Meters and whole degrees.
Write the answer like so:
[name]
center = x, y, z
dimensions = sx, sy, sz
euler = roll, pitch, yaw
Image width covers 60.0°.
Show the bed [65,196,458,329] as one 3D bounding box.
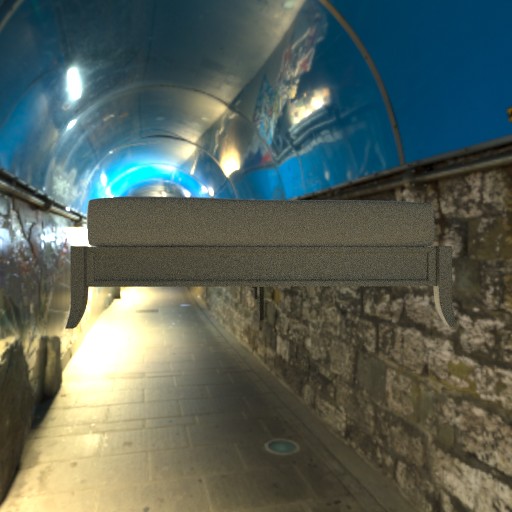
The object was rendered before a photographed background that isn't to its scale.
[bed]
center = 0.000, 0.000, 2.631
dimensions = 1.460, 0.510, 1.985
euler = 0, 1, -2
